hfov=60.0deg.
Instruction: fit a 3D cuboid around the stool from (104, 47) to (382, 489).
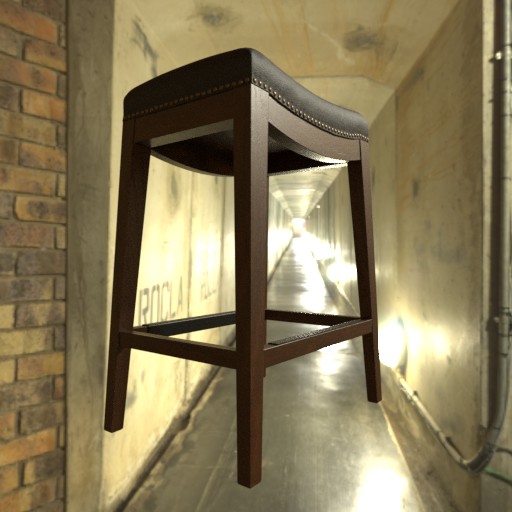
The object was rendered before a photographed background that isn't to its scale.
[{"bbox_3d":[0.000,0.000,0.929,0.353,0.664,0.490,0,0,37],"label":"stool"}]
